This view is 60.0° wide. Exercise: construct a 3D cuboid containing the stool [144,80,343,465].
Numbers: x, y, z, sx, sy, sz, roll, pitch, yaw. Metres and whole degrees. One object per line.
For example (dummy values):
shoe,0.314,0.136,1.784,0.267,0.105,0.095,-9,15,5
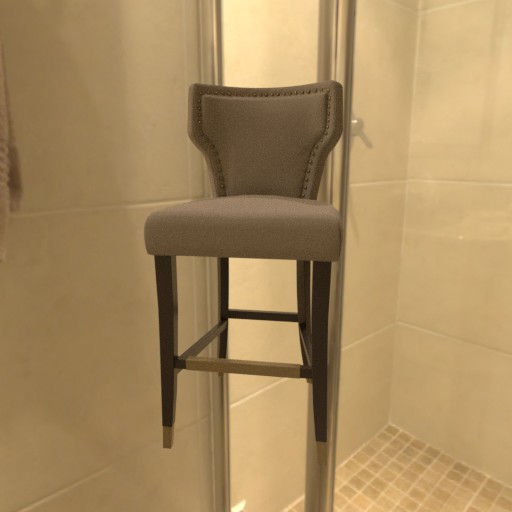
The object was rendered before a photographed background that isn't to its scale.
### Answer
stool,0.000,0.000,1.413,0.526,1.092,0.563,2,13,9
